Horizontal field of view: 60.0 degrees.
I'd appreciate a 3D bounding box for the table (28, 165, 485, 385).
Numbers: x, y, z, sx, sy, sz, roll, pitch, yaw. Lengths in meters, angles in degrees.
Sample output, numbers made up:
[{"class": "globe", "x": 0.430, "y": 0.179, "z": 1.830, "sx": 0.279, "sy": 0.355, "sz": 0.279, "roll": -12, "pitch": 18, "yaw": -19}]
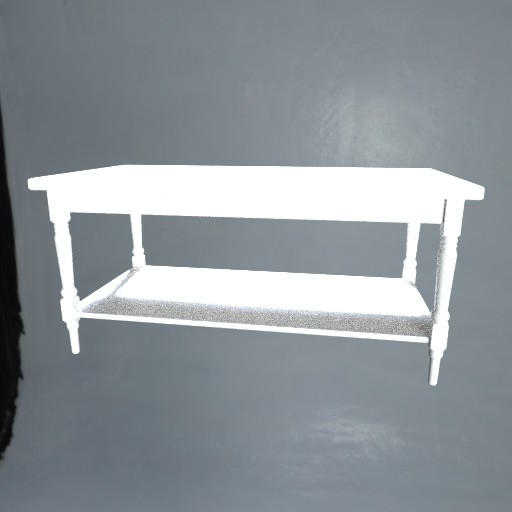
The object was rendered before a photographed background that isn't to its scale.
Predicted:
[{"class": "table", "x": 0.000, "y": 0.000, "z": 1.383, "sx": 1.107, "sy": 0.510, "sz": 0.550, "roll": 3, "pitch": 15, "yaw": 9}]
